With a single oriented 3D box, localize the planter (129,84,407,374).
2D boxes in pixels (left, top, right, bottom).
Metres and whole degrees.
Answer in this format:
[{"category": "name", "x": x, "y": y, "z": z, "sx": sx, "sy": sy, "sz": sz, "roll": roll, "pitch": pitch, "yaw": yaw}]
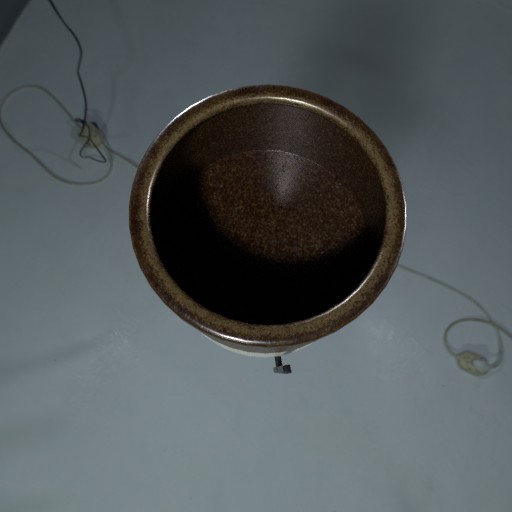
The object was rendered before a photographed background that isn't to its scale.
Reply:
[{"category": "planter", "x": 0.000, "y": 0.000, "z": 0.570, "sx": 0.269, "sy": 0.375, "sz": 0.255, "roll": 19, "pitch": 76, "yaw": 5}]
